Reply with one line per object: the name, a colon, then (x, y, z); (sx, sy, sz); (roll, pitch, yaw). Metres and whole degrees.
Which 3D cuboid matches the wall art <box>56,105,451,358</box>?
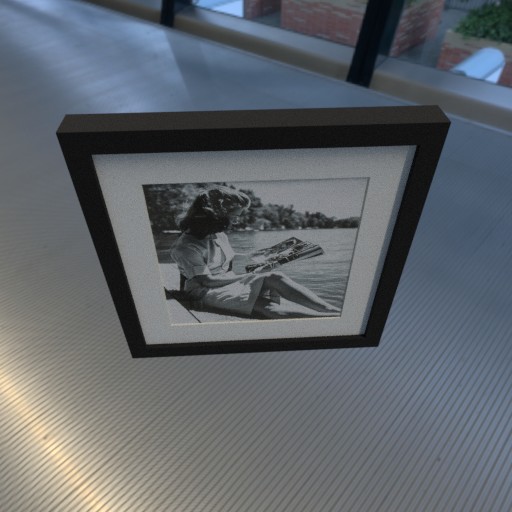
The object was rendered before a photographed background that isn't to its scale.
wall art: (0.000, 0.000, 0.460); (0.308, 0.305, 0.030); (-2, 44, -2)
